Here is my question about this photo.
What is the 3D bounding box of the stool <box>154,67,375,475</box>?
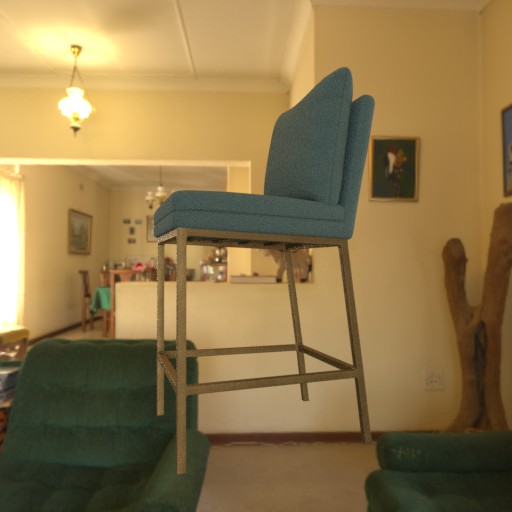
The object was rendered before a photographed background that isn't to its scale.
[{"bbox_3d":[0.000,0.000,1.338,0.568,1.032,0.463,0,-1,-19],"label":"stool"}]
